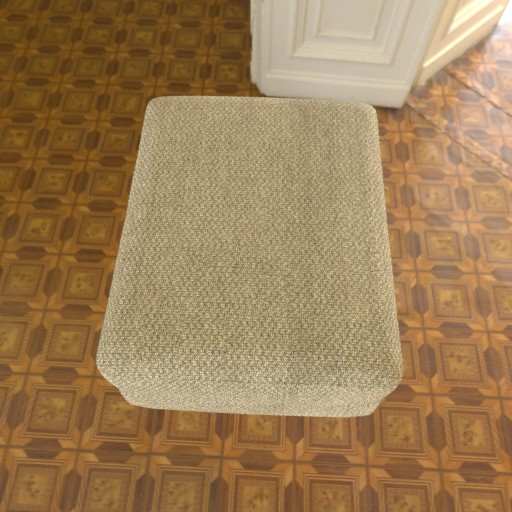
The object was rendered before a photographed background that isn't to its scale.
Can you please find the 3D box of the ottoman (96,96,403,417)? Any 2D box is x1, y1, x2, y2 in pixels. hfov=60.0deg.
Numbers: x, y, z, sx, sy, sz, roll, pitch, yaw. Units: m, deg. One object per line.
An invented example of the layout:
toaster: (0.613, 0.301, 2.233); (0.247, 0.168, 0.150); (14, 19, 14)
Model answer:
ottoman: (0.000, 0.000, 1.143); (0.603, 0.476, 0.751); (2, 64, 1)
